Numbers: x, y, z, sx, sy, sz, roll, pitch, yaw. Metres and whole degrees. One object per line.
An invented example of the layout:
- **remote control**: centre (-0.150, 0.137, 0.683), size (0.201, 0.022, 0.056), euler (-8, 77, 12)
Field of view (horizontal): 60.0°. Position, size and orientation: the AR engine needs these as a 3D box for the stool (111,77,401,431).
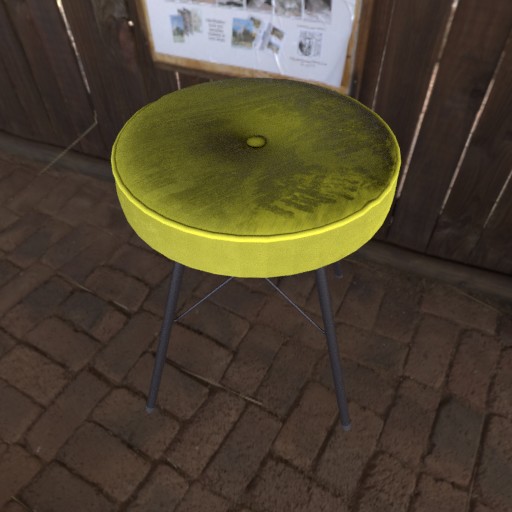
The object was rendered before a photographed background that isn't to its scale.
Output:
- **stool**: centre (0.000, 0.000, 0.808), size (0.409, 0.508, 0.409), euler (4, 47, 4)
